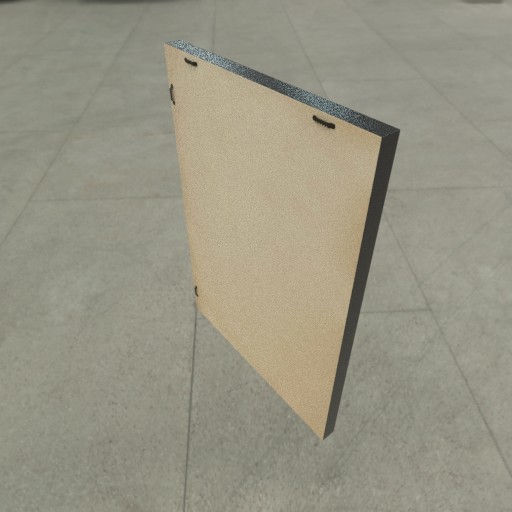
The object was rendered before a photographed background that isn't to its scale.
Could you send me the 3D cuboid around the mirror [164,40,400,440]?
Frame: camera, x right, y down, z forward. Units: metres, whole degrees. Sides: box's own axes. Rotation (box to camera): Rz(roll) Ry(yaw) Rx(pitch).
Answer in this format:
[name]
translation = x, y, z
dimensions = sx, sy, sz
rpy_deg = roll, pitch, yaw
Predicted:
[mirror]
translation = 0.000, 0.000, 0.902
dimensions = 0.040, 0.710, 0.507
rpy_deg = -27, 47, -28
